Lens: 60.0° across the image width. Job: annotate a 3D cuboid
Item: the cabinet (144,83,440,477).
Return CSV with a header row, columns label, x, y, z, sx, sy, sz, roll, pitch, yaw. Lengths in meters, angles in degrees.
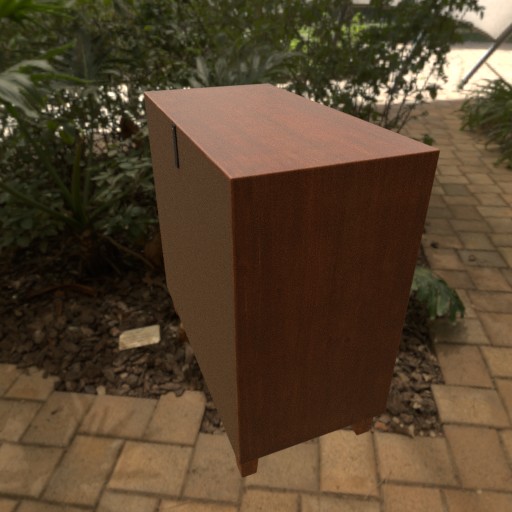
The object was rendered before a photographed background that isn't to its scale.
label,x,y,z,sx,sy,sz,roll,pitch,yaw
cabinet,0.000,0.000,1.255,0.412,0.785,0.796,-11,32,-19
